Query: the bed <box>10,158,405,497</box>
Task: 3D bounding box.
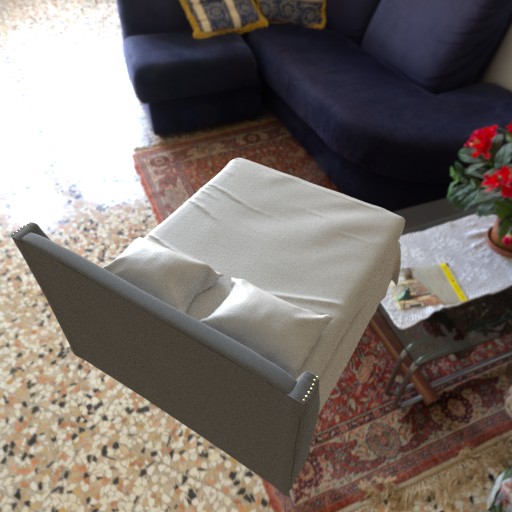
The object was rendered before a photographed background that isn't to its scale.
[{"bbox_3d":[0.000,0.000,3.285,1.925,1.332,2.276,25,51,22],"label":"bed"}]
